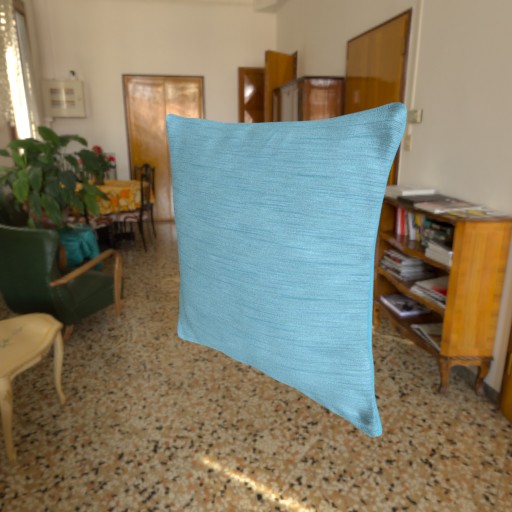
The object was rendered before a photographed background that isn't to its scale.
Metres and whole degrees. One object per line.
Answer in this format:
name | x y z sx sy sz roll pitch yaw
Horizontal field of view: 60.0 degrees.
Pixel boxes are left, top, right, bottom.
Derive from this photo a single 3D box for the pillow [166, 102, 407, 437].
pillow | 0.000 0.000 0.658 0.433 0.415 0.151 15 21 42
